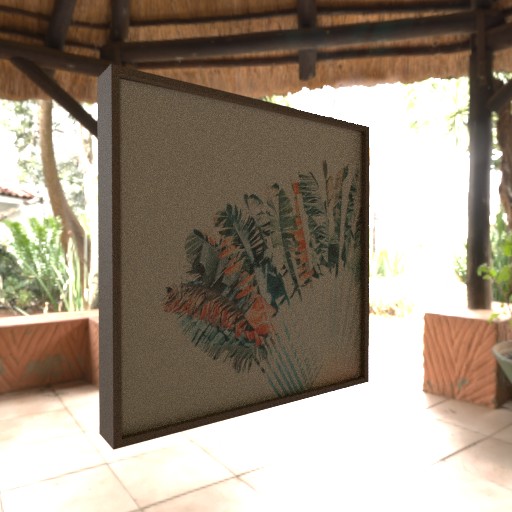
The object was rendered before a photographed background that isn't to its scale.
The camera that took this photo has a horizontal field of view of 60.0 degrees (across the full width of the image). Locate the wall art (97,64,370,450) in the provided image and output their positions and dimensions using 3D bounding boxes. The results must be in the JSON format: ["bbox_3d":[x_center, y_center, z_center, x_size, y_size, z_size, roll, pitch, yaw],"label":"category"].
[{"bbox_3d":[0.000,0.000,0.452,0.304,0.303,0.038,-1,1,-36],"label":"wall art"}]
